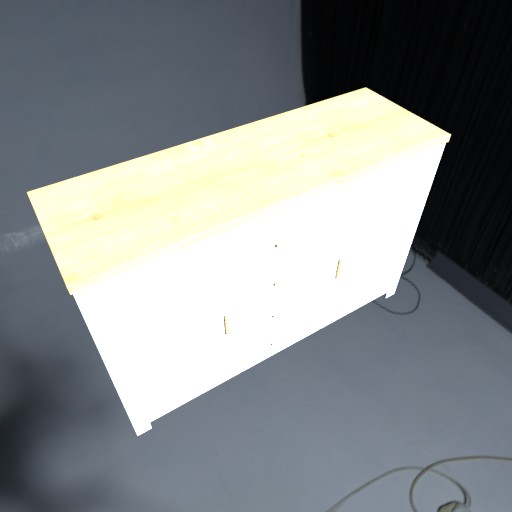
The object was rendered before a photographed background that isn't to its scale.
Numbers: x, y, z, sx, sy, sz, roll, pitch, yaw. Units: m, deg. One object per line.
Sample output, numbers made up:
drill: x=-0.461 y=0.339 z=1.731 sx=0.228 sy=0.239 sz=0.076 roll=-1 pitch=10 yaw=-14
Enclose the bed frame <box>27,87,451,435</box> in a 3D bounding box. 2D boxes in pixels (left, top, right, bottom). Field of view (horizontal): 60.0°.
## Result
bed frame: x=0.000 y=0.000 z=1.699 sx=1.300 sy=0.850 sz=0.430 roll=-24 pitch=50 yaw=-22
